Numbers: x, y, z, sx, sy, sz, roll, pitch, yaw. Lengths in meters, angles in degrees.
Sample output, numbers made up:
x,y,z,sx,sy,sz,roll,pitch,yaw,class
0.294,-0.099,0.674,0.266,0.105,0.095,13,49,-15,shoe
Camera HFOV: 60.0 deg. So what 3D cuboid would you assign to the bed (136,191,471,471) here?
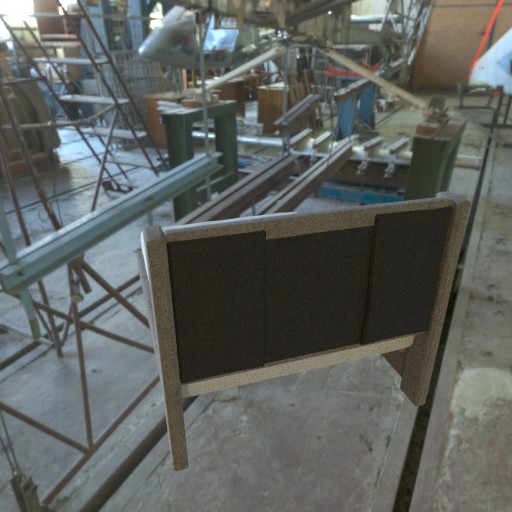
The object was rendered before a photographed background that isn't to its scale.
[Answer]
x,y,z,sx,sy,sz,roll,pitch,yaw,class
0.000,0.000,3.414,1.714,1.481,2.245,-8,28,-16,bed
